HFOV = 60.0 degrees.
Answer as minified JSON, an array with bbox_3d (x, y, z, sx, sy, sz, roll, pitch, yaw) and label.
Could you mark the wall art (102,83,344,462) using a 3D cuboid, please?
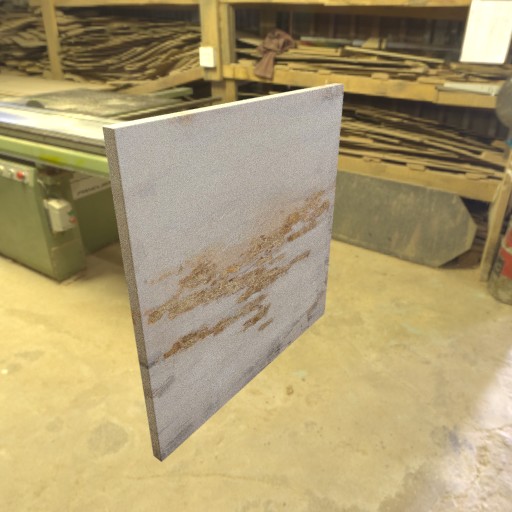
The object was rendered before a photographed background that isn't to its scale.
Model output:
[{"bbox_3d":[0.000,0.000,1.513,0.040,1.018,1.015,19,33,33],"label":"wall art"}]
